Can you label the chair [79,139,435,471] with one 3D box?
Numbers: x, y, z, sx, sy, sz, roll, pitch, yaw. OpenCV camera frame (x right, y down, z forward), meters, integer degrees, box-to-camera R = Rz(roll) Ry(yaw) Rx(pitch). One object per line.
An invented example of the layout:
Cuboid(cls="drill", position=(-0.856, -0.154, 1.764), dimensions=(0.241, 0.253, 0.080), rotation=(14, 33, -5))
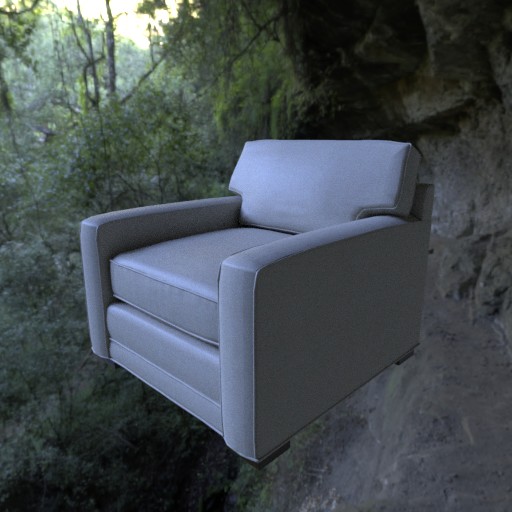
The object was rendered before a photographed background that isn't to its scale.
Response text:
Cuboid(cls="chair", position=(0.000, 0.000, 1.807), dimensions=(0.998, 0.913, 1.043), rotation=(14, 21, 42))
